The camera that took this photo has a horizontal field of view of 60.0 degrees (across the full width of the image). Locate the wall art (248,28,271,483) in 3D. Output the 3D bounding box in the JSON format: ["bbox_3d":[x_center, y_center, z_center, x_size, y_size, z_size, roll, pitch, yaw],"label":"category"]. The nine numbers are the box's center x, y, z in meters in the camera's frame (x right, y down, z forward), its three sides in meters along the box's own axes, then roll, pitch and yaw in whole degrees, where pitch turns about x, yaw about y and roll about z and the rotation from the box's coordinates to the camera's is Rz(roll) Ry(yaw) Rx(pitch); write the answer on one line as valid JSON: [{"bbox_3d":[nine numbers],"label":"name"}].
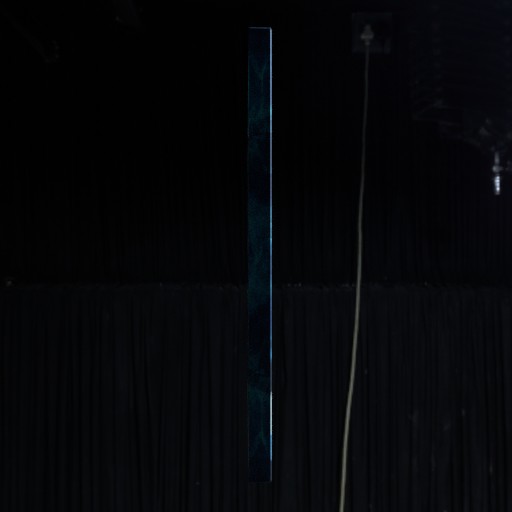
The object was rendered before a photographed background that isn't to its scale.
[{"bbox_3d":[0.000,0.000,1.045,0.038,0.760,0.609,0,-1,-1],"label":"wall art"}]
